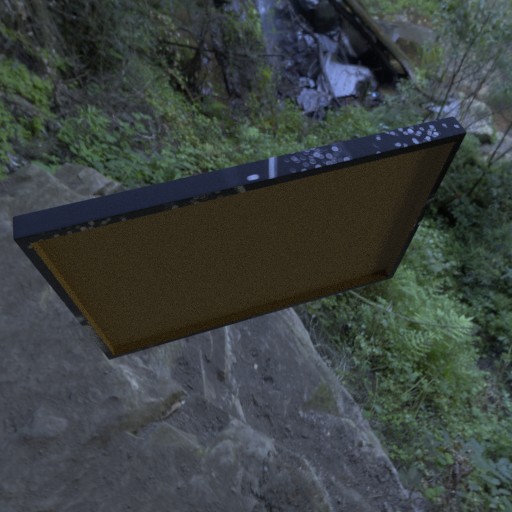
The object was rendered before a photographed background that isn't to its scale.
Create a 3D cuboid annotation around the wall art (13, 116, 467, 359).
[{"bbox_3d":[0.000,0.000,0.748,0.609,0.406,0.037,-15,58,-9],"label":"wall art"}]
